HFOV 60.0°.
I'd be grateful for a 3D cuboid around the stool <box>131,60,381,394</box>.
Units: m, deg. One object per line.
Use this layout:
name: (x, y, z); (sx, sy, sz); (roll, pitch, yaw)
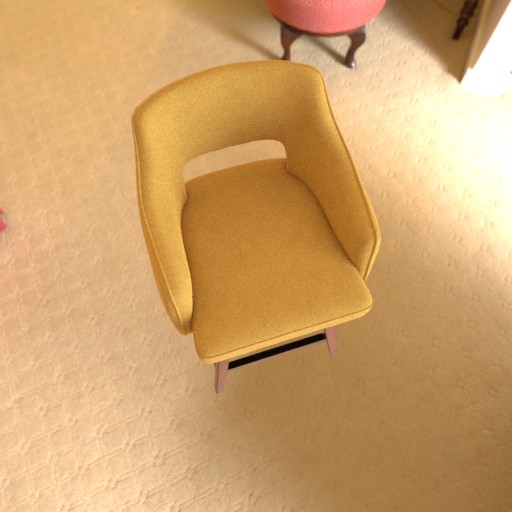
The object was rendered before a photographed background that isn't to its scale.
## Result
stool: (0.000, 0.000, 1.295); (0.548, 0.924, 0.558); (-16, 66, -7)
